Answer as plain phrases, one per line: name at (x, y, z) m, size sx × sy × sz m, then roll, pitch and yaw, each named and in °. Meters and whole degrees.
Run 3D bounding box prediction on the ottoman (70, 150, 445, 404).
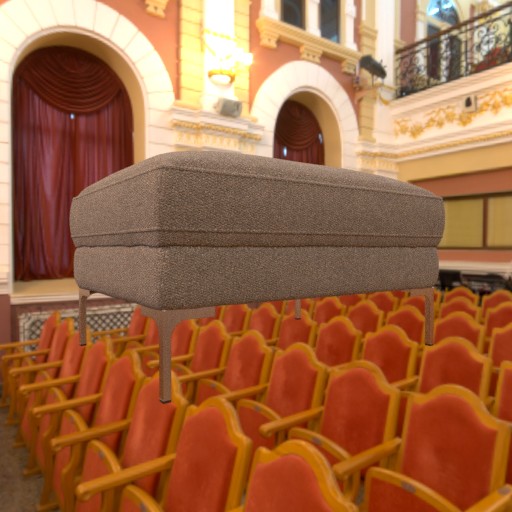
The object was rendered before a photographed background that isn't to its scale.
ottoman at (0.000, 0.000, 1.147) m, size 0.785 × 0.464 × 0.583 m, roll -1°, pitch 1°, yaw -35°
